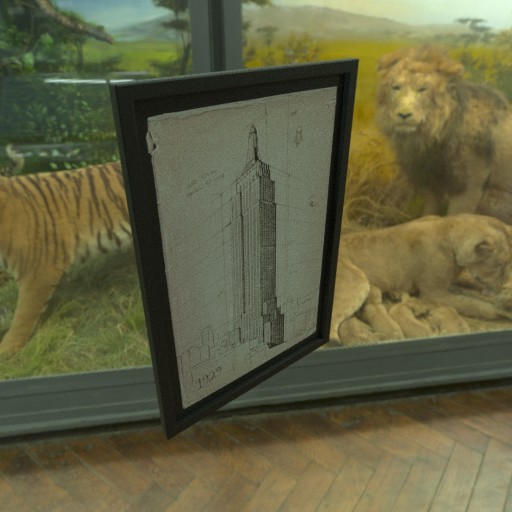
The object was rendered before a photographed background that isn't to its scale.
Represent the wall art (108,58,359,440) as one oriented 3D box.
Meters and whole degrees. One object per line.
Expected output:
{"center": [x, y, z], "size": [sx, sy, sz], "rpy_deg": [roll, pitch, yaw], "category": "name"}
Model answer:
{"center": [0.000, 0.000, 0.550], "size": [0.303, 0.431, 0.013], "rpy_deg": [-22, 36, -33], "category": "wall art"}
